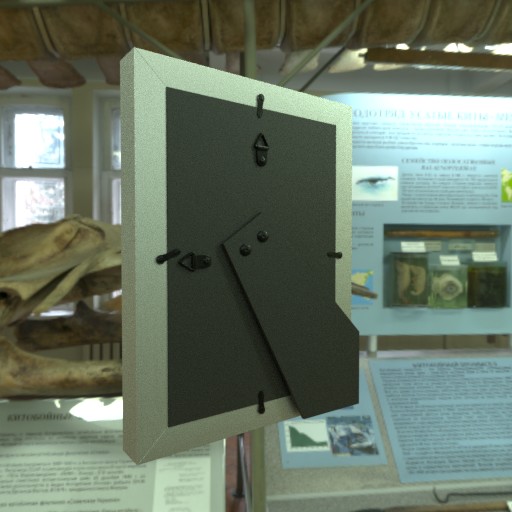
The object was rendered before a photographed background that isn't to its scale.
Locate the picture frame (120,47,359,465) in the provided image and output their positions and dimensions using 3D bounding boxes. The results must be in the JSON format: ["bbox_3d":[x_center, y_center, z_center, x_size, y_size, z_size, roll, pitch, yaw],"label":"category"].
[{"bbox_3d":[0.000,0.000,0.271,0.157,0.208,0.028,-1,2,-36],"label":"picture frame"}]
